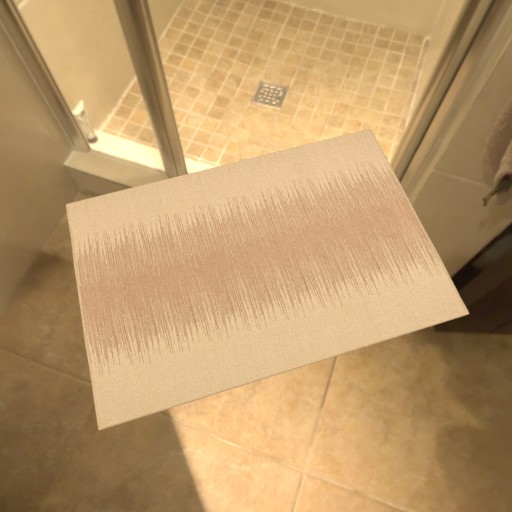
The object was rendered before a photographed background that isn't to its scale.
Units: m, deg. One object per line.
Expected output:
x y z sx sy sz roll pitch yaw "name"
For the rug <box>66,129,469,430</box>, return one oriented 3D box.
0.000 0.000 2.340 1.850 0.006 1.234 -16 66 -7 "rug"
